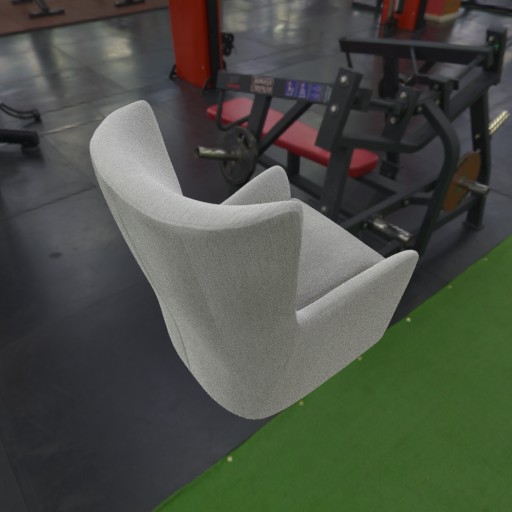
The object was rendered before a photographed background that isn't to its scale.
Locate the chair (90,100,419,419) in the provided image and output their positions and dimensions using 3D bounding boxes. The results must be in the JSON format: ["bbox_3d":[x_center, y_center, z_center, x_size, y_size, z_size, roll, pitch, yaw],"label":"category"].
[{"bbox_3d":[0.000,0.000,1.607,0.904,1.000,0.779,-26,47,-27],"label":"chair"}]
